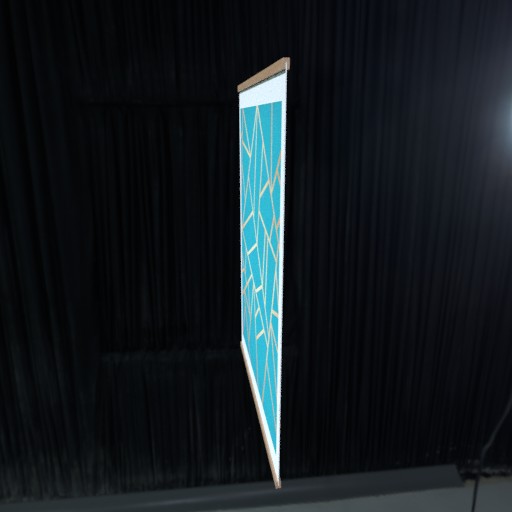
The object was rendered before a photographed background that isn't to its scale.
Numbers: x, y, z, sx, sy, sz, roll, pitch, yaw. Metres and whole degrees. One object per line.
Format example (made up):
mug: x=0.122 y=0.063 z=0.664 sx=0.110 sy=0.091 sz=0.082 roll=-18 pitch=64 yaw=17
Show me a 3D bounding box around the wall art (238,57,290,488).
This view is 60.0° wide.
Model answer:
wall art: x=0.000 y=0.000 z=1.347 sx=0.013 sy=1.016 sz=0.758 roll=-3 pitch=17 yaw=-8
